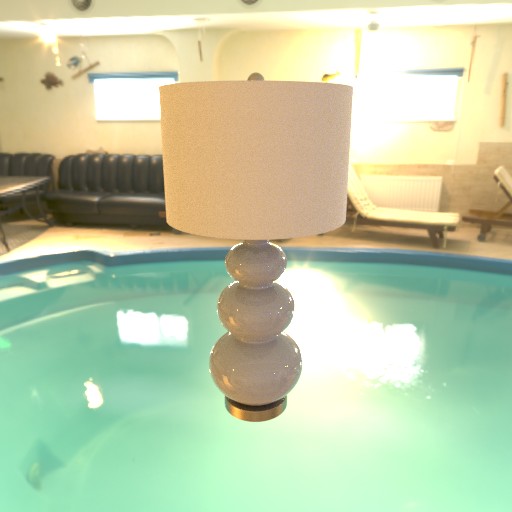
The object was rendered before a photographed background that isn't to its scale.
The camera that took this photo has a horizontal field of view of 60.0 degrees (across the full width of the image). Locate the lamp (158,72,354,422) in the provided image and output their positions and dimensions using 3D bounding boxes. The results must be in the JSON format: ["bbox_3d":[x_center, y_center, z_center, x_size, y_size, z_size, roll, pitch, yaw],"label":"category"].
[{"bbox_3d":[0.000,0.000,0.951,0.367,0.730,0.367,-3,18,-10],"label":"lamp"}]
